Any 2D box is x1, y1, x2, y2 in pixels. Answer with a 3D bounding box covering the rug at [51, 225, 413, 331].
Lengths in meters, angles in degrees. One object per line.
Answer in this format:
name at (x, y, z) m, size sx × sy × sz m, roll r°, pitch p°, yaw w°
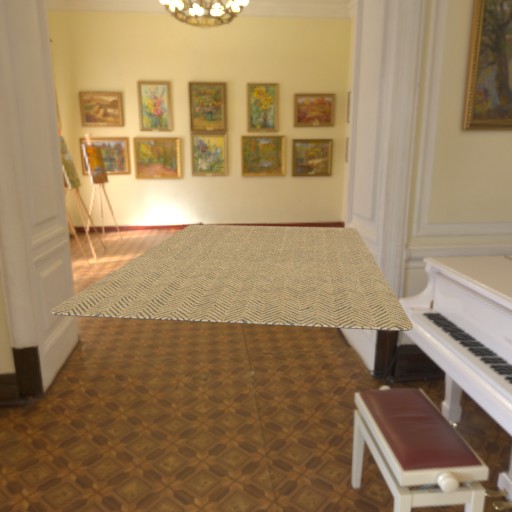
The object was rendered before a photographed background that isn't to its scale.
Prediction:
rug at (0.000, 0.000, 2.199) m, size 1.144 × 0.008 × 1.752 m, roll 2°, pitch 13°, yaw 7°
